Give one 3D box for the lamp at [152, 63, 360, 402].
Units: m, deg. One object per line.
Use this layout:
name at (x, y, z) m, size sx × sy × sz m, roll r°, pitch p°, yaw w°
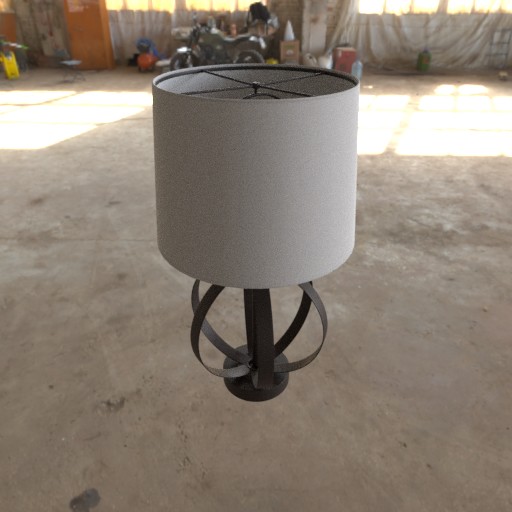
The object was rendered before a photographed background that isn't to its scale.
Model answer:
lamp at (0.000, 0.000, 0.677) m, size 0.286 × 0.510 × 0.286 m, roll 0°, pitch 31°, yaw 0°
